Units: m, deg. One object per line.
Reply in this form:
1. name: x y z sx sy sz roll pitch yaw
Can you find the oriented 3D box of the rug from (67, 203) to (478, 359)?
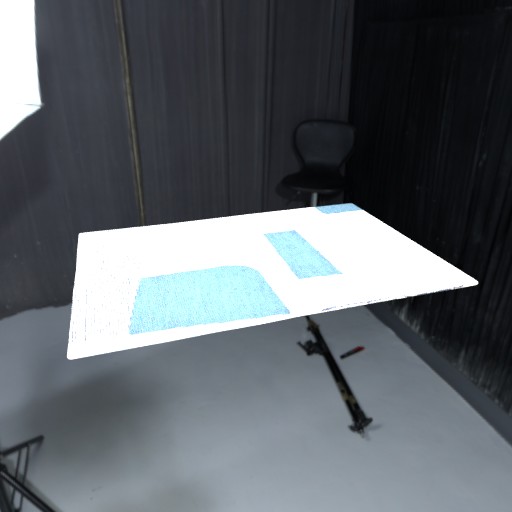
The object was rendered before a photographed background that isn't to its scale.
1. rug: 0.000 0.000 2.402 1.847 0.020 1.238 -8 27 -16
